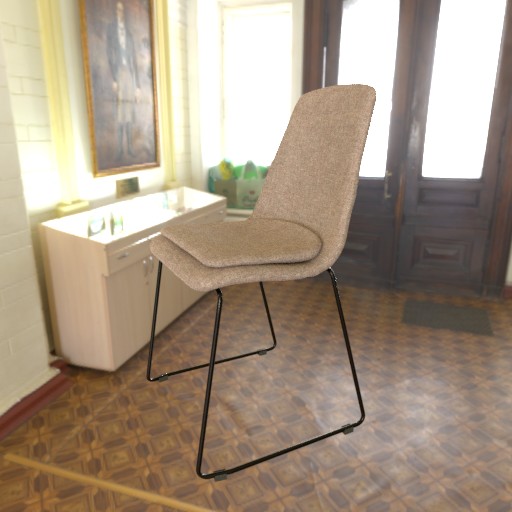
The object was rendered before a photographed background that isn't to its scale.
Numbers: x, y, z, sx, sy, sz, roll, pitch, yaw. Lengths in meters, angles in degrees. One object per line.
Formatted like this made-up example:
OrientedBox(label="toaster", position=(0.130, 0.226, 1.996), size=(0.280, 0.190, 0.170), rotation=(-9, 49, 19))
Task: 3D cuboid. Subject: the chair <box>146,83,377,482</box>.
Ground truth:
OrientedBox(label="chair", position=(0.000, 0.000, 1.154), size=(0.518, 0.858, 0.479), rotation=(-8, 18, -26))
